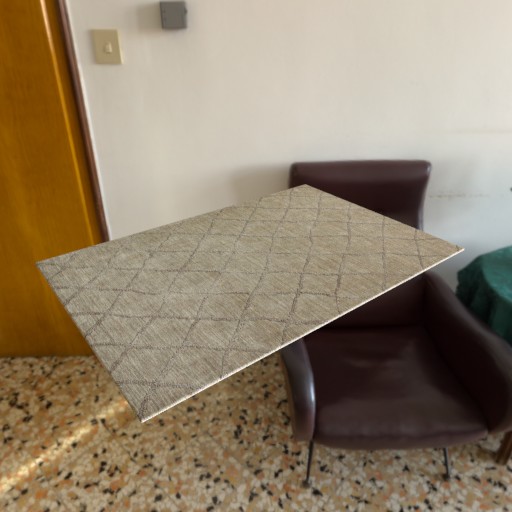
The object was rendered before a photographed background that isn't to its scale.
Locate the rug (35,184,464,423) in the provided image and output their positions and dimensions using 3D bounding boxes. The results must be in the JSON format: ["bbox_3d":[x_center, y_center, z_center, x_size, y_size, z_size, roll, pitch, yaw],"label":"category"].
[{"bbox_3d":[0.000,0.000,2.825,2.280,0.015,1.521,-21,35,-32],"label":"rug"}]
